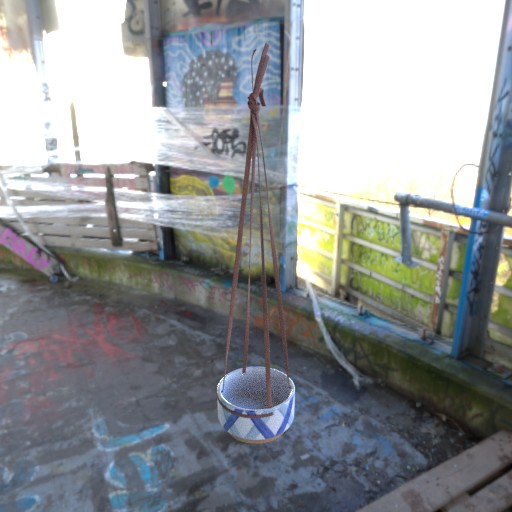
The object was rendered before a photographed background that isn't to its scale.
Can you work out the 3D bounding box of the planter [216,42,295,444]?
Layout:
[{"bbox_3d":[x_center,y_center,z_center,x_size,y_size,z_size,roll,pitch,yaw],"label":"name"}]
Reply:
[{"bbox_3d":[0.000,0.000,0.841,0.166,0.751,0.166,-9,20,-27],"label":"planter"}]
